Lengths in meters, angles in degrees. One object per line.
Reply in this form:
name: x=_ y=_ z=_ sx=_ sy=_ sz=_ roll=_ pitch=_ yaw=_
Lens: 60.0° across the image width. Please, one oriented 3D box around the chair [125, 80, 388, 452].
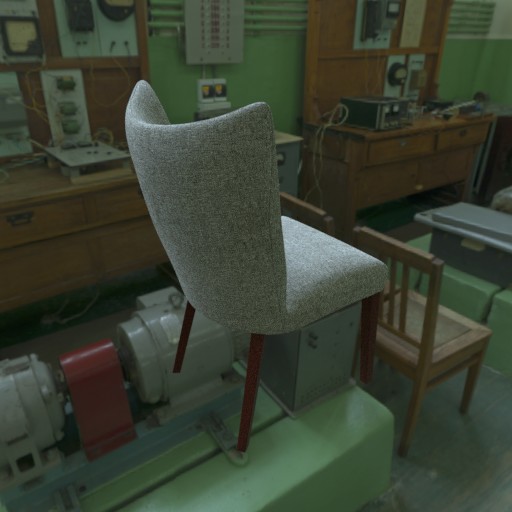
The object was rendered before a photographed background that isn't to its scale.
chair: x=0.000 y=0.000 z=1.266 sx=0.623 sy=0.924 sz=0.535 roll=-19 pitch=32 yaw=-32
